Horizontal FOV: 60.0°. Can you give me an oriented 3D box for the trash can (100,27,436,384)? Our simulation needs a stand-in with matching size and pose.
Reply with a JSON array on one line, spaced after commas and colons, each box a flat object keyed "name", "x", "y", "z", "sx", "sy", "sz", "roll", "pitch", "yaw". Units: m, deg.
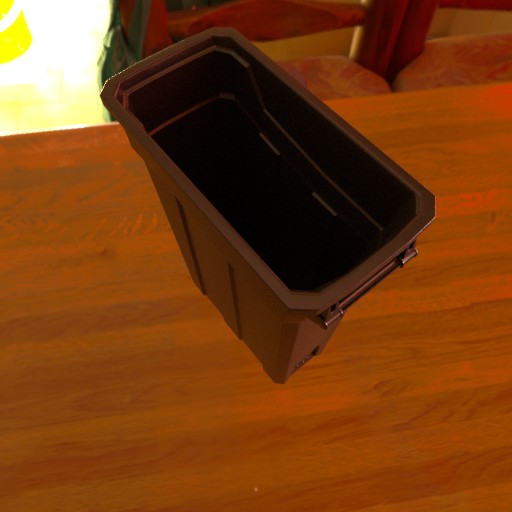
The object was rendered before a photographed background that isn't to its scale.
[{"name": "trash can", "x": 0.000, "y": 0.000, "z": 1.026, "sx": 0.281, "sy": 0.762, "sz": 0.559, "roll": -35, "pitch": 68, "yaw": -17}]
